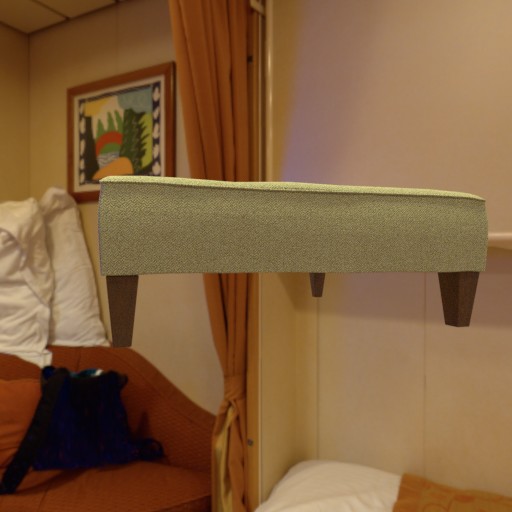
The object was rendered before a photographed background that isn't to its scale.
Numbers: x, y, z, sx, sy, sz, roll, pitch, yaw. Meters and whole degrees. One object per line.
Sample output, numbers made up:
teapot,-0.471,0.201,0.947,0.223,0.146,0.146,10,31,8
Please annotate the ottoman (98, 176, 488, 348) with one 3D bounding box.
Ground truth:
ottoman,0.000,0.000,1.487,0.968,0.379,1.004,0,0,-18
